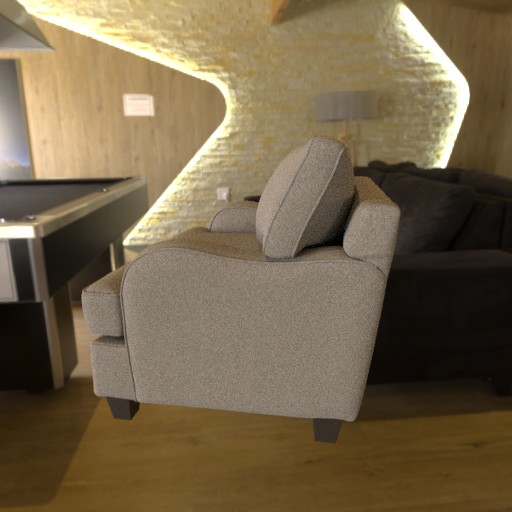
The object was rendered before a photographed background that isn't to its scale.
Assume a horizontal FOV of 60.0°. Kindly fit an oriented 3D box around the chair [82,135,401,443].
[{"bbox_3d":[0.000,0.000,1.967,1.040,1.016,1.220,2,14,10],"label":"chair"}]
